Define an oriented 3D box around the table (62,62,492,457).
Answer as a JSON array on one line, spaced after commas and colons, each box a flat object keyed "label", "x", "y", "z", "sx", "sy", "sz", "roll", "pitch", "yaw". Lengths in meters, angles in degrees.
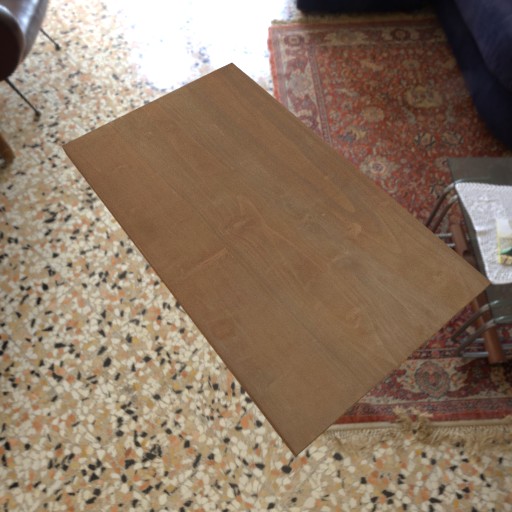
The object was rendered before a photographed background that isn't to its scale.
[{"label": "table", "x": 0.000, "y": 0.000, "z": 2.140, "sx": 0.946, "sy": 0.780, "sz": 1.609, "roll": -34, "pitch": 65, "yaw": -18}]
